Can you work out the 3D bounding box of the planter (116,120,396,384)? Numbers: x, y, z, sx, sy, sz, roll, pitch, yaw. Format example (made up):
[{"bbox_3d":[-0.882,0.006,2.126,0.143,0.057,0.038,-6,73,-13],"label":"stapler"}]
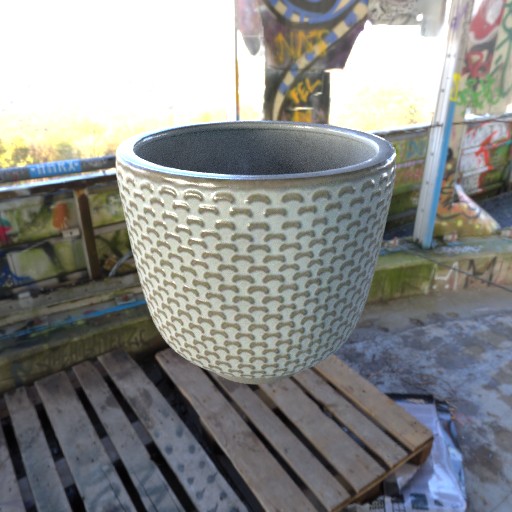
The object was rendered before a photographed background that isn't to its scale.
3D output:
[{"bbox_3d":[0.000,0.000,0.313,0.173,0.160,0.173,0,26,0],"label":"planter"}]
